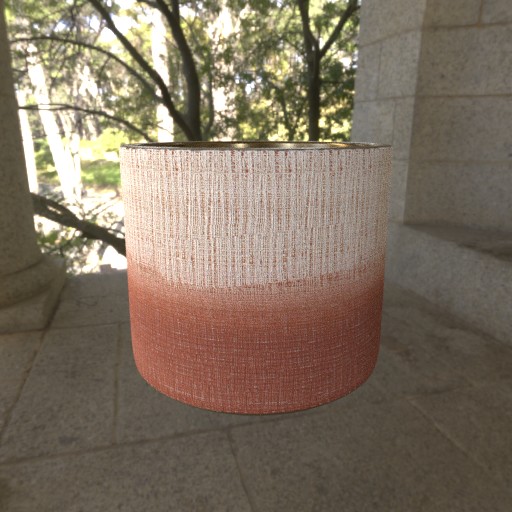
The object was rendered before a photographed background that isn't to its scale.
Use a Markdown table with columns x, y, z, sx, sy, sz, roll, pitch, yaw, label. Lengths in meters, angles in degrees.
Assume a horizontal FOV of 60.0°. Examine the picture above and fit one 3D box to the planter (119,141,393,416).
| x | y | z | sx | sy | sz | roll | pitch | yaw | label |
| --- | --- | --- | --- | --- | --- | --- | --- | --- | --- |
| 0.000 | 0.000 | 0.449 | 0.254 | 0.221 | 0.254 | 0 | 16 | 0 | planter |
